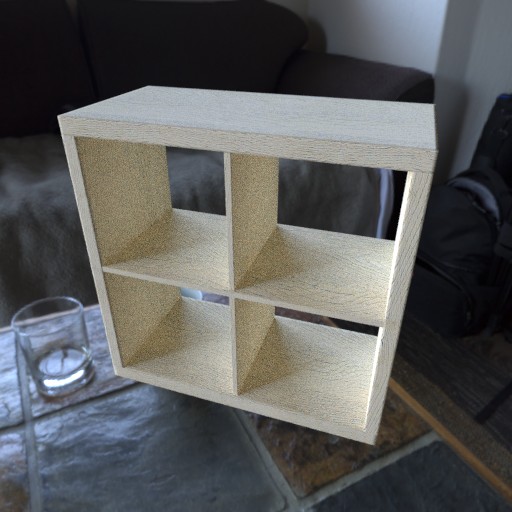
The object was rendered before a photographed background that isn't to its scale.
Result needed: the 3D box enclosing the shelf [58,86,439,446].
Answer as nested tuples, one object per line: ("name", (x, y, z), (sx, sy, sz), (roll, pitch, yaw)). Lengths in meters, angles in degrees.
("shelf", (0.000, 0.000, 1.226), (0.790, 0.786, 0.390), (10, 32, 16))
